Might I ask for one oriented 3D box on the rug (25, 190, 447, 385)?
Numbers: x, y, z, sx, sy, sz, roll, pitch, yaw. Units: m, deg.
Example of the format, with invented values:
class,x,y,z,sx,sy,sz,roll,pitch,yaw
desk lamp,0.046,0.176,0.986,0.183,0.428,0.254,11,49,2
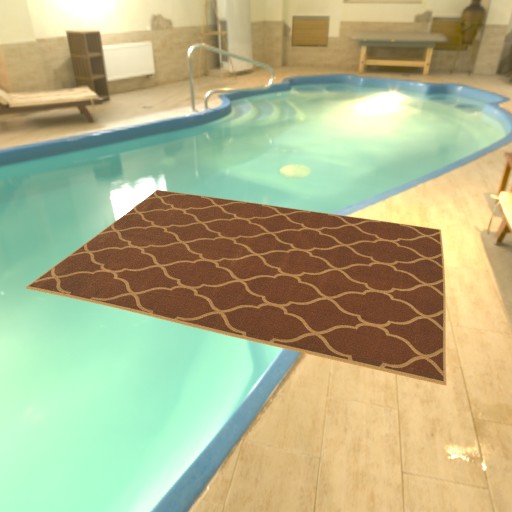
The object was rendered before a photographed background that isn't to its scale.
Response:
class,x,y,z,sx,sy,sz,roll,pitch,yaw
rug,0.000,0.000,2.850,2.290,0.014,1.526,10,33,16
